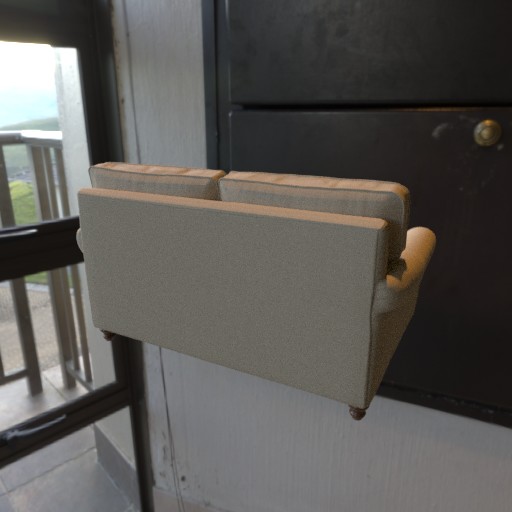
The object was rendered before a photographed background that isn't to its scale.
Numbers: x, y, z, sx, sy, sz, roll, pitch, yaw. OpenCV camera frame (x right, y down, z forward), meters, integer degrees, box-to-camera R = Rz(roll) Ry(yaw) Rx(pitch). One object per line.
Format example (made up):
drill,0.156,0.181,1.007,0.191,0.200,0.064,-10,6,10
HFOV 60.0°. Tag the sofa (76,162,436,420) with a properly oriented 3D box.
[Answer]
sofa,0.000,0.000,2.287,1.665,0.937,0.964,9,20,27
